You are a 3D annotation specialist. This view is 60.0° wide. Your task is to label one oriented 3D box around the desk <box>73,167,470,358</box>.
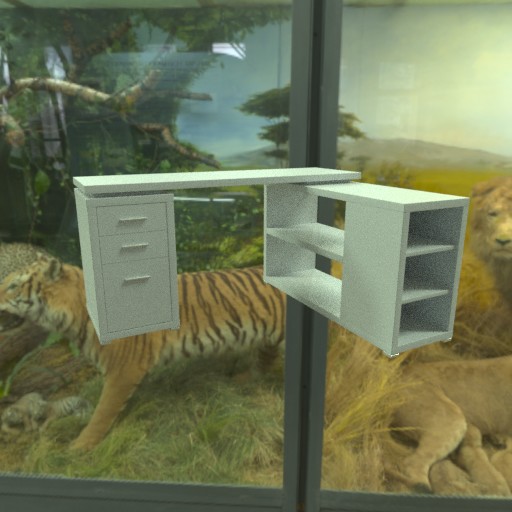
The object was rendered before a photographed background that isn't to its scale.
[{"bbox_3d":[0.000,0.000,2.230,1.524,0.753,1.200,-8,17,-26],"label":"desk"}]
